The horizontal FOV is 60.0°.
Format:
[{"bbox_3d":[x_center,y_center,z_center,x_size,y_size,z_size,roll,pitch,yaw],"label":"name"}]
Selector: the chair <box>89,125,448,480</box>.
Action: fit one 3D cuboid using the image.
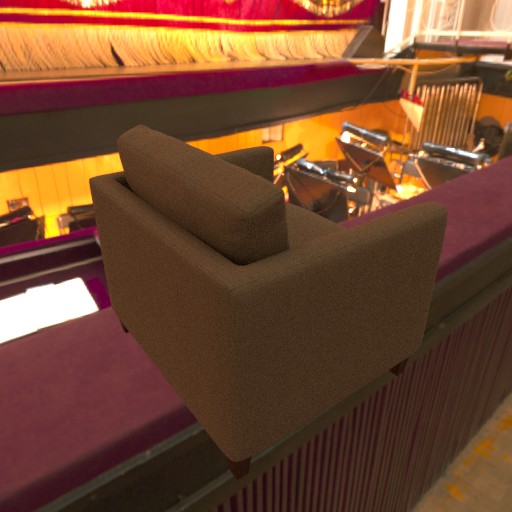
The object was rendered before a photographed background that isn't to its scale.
[{"bbox_3d":[0.000,0.000,1.803,0.959,0.963,1.107,-19,33,-31],"label":"chair"}]
